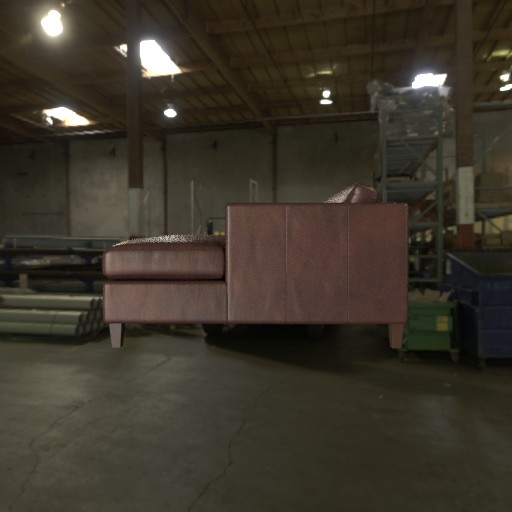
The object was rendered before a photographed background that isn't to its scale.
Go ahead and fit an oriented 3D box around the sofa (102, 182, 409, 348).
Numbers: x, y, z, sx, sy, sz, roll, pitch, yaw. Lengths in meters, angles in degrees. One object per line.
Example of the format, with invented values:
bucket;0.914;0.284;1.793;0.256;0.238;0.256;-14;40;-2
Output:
sofa;0.000;0.000;3.839;1.581;0.883;3.203;0;1;1
